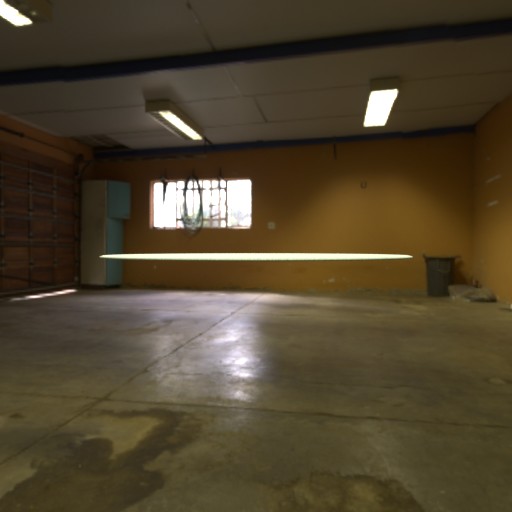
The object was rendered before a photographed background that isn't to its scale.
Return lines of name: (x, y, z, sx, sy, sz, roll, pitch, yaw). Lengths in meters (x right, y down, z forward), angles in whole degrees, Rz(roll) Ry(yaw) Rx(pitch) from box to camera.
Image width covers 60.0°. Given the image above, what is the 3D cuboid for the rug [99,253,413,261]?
rug: (0.000, 0.000, 2.390, 1.593, 0.012, 1.593, 0, 1, 0)
